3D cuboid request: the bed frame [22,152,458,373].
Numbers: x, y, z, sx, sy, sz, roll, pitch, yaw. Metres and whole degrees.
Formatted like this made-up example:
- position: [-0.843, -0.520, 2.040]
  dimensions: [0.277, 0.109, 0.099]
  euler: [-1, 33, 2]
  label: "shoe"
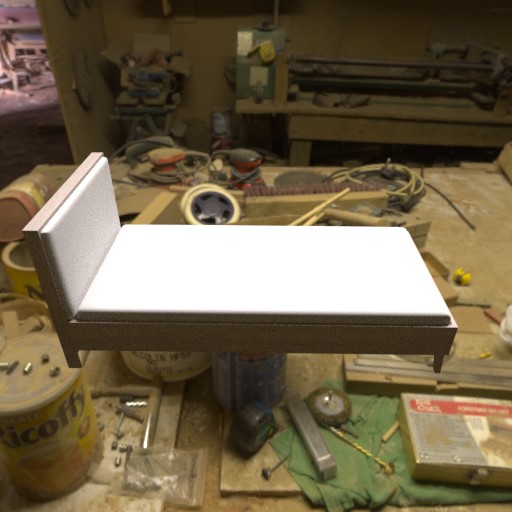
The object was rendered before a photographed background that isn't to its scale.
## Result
- position: [0.000, 0.000, 2.693]
  dimensions: [2.140, 0.920, 0.990]
  euler: [1, 34, 1]
  label: "bed frame"
